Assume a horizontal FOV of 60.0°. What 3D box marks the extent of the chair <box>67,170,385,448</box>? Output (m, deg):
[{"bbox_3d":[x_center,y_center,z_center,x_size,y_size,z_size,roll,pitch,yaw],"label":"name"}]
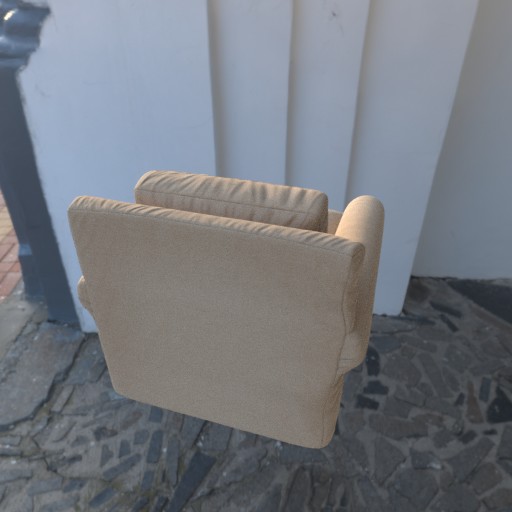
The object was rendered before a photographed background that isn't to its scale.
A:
[{"bbox_3d":[0.000,0.000,1.757,0.940,0.866,1.066,10,35,14],"label":"chair"}]
